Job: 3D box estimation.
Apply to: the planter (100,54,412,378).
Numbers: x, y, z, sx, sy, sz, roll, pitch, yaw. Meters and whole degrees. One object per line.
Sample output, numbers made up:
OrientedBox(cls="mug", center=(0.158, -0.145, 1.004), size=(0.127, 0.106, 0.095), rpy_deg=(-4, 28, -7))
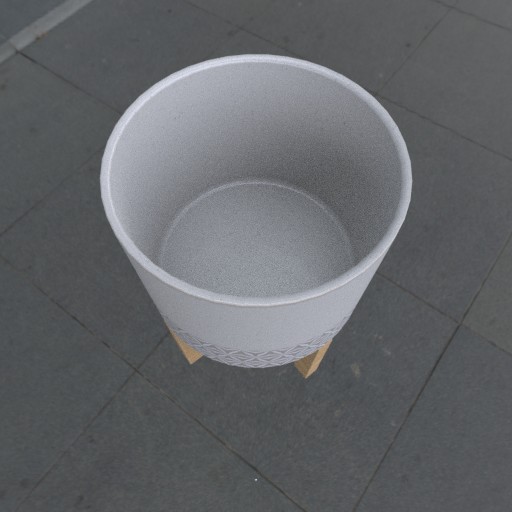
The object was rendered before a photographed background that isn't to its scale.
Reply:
OrientedBox(cls="planter", center=(0.000, 0.000, 0.386), size=(0.188, 0.260, 0.188), rpy_deg=(0, 63, 0))
